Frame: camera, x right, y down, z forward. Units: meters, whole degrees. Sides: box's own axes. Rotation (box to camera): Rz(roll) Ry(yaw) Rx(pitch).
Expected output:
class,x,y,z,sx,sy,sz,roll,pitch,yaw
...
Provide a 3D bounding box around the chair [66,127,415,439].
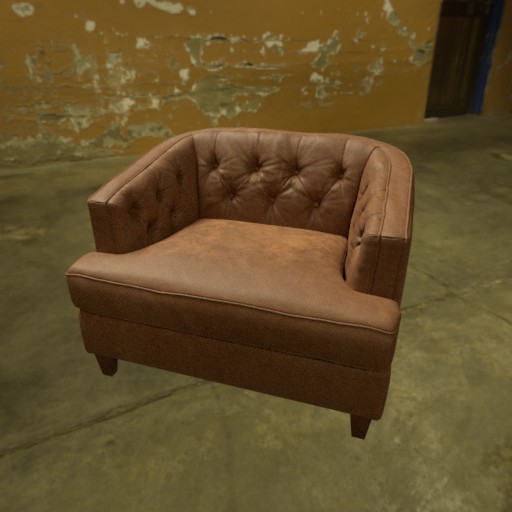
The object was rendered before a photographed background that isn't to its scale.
class,x,y,z,sx,sy,sz,roll,pitch,yaw
chair,0.000,0.000,1.752,1.119,0.836,0.911,8,27,16
